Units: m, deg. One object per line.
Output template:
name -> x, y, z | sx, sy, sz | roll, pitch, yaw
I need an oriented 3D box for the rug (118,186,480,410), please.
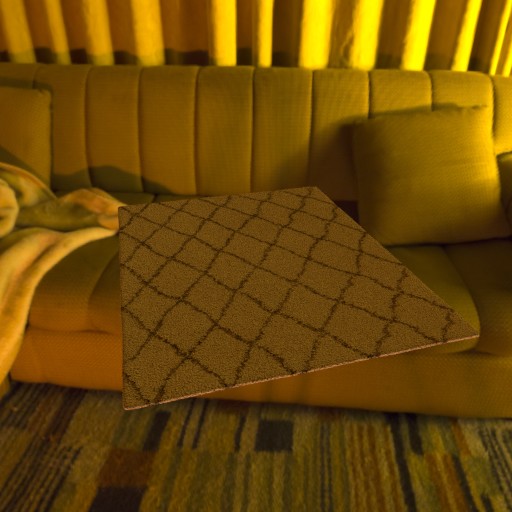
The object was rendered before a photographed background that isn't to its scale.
rug -> 0.000, 0.000, 4.101 | 2.438, 0.029, 3.047 | -8, 30, -14
